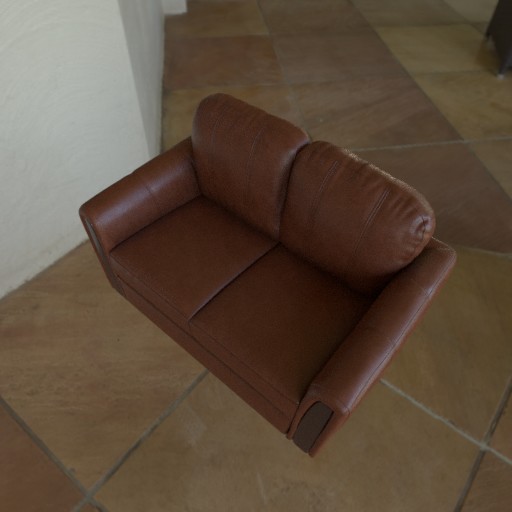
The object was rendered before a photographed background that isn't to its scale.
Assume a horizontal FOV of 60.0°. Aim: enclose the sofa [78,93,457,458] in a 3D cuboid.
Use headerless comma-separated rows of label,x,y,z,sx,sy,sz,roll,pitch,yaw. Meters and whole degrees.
sofa,0.000,0.000,1.897,1.406,0.906,0.805,33,55,27
